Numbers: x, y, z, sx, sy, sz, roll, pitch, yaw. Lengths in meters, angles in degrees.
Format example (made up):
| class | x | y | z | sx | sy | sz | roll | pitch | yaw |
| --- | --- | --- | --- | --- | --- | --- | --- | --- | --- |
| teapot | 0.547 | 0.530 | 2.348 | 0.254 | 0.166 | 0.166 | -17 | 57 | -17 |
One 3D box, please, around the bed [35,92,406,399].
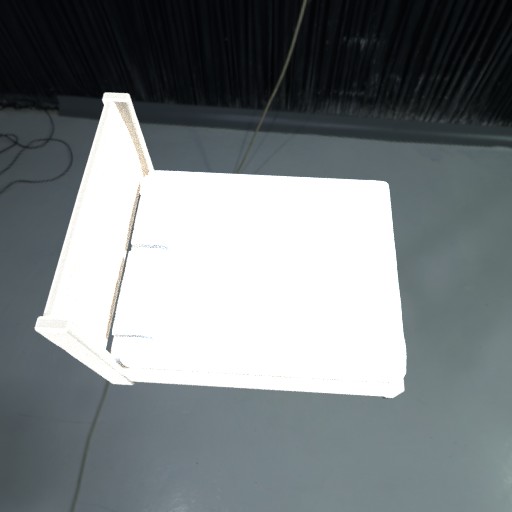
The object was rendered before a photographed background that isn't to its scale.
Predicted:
| class | x | y | z | sx | sy | sz | roll | pitch | yaw |
| --- | --- | --- | --- | --- | --- | --- | --- | --- | --- |
| bed | 0.000 | 0.000 | 3.403 | 2.293 | 1.471 | 1.778 | 3 | 63 | 2 |
